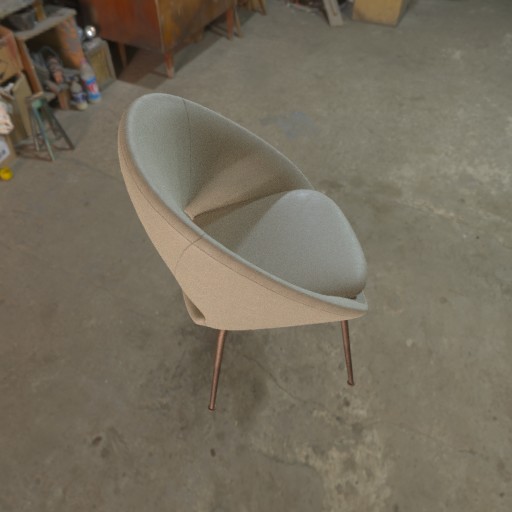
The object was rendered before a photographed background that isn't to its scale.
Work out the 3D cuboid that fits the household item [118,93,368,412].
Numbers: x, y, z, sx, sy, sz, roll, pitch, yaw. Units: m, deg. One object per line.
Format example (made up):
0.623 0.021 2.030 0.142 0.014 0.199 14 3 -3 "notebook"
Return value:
0.000 0.000 1.222 0.573 0.852 0.623 -8 47 -7 "household item"
